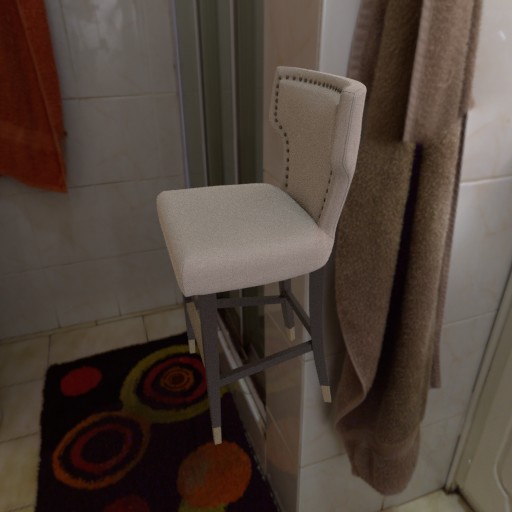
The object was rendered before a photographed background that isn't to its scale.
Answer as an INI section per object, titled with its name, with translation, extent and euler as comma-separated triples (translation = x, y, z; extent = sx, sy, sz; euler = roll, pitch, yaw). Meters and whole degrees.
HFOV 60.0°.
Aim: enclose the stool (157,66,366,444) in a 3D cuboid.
[stool]
translation = 0.000, 0.000, 1.448
extent = 0.563, 1.092, 0.526
euler = -9, 30, -15
